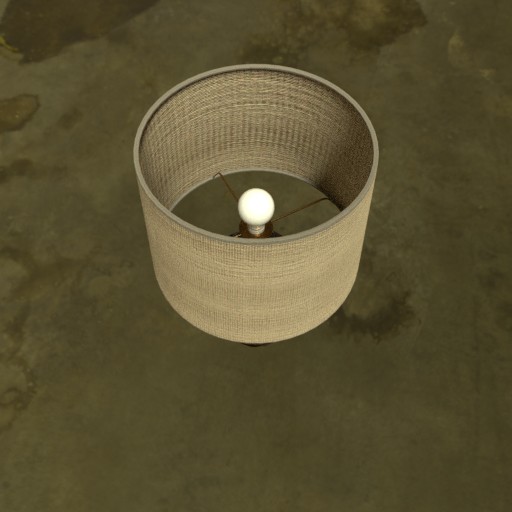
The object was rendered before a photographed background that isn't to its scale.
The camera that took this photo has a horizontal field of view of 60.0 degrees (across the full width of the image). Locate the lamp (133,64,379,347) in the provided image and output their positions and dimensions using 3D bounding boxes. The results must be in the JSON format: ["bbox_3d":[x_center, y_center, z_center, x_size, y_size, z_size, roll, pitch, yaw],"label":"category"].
[{"bbox_3d":[0.000,0.000,0.845,0.376,0.594,0.376,0,59,0],"label":"lamp"}]
